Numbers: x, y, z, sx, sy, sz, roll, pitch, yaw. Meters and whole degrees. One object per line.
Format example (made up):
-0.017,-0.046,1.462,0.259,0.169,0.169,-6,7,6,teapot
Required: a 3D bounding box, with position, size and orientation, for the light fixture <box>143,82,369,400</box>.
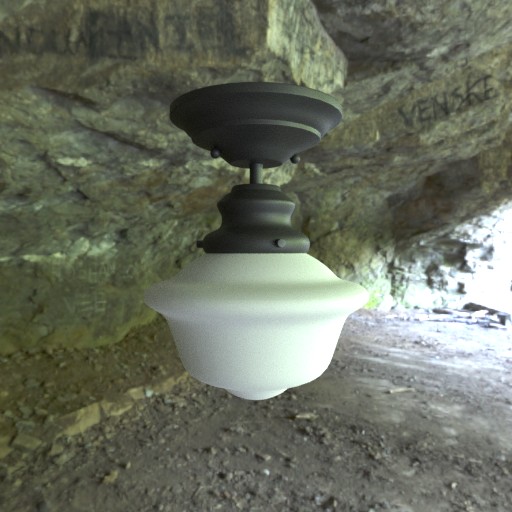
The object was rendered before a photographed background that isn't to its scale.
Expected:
0.000,0.000,0.397,0.197,0.254,0.197,0,1,0,light fixture
